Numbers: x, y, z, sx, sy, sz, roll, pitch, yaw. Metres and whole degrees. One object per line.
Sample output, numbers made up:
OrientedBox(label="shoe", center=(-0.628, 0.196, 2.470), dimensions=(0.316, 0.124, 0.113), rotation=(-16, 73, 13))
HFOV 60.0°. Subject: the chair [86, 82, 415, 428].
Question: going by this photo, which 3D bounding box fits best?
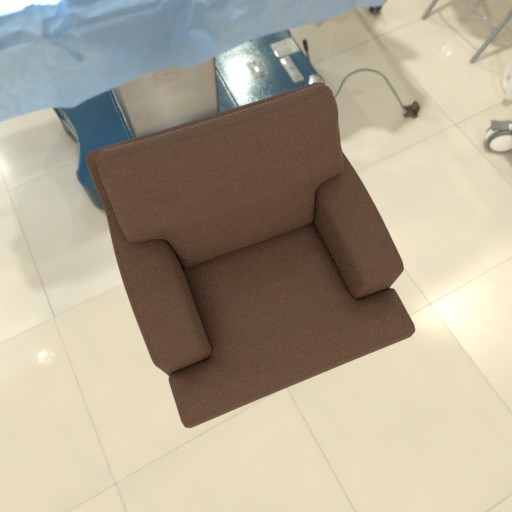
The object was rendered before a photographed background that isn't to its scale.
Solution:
OrientedBox(label="chair", center=(0.000, 0.000, 2.010), dimensions=(1.168, 0.940, 1.143), rotation=(-20, 67, -9))
